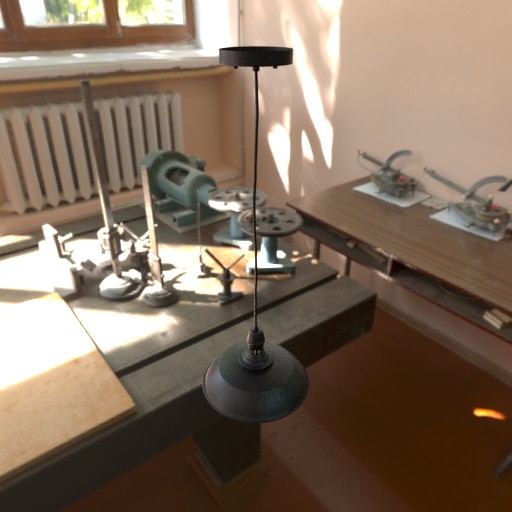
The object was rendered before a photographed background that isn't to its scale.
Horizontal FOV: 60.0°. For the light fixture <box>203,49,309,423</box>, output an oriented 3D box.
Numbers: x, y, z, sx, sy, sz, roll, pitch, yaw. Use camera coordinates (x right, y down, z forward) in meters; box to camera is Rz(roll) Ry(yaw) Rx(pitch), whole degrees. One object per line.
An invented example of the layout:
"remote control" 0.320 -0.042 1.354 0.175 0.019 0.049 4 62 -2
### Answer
"light fixture" 0.000 0.000 1.170 0.331 0.993 0.331 -1 29 -3
